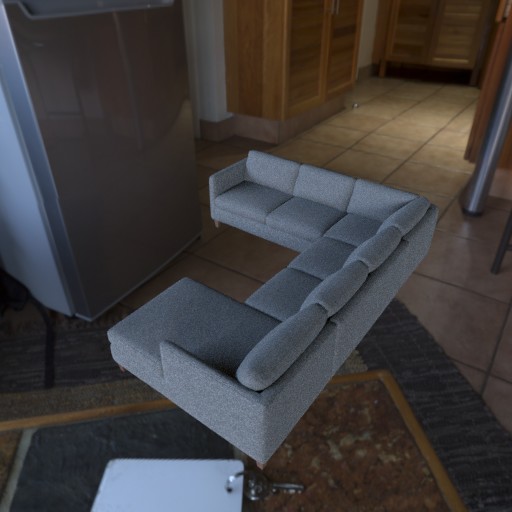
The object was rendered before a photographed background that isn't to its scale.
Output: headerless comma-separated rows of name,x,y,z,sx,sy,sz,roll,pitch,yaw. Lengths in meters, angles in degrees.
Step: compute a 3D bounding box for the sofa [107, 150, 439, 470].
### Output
sofa,0.000,0.000,4.431,2.551,0.853,3.238,23,40,30
